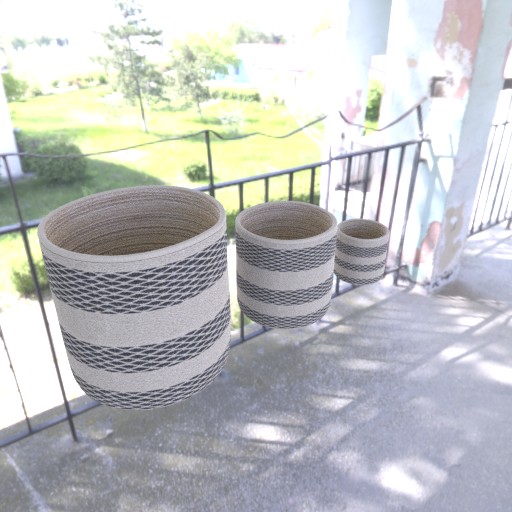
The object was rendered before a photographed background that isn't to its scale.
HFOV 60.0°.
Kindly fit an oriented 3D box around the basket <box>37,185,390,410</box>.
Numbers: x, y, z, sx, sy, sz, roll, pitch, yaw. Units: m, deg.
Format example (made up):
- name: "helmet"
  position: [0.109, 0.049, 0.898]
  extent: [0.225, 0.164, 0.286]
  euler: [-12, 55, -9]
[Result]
- name: "basket"
  position: [0.000, 0.000, 1.075]
  extent: [0.917, 0.356, 0.351]
  euler: [-18, 32, -31]
